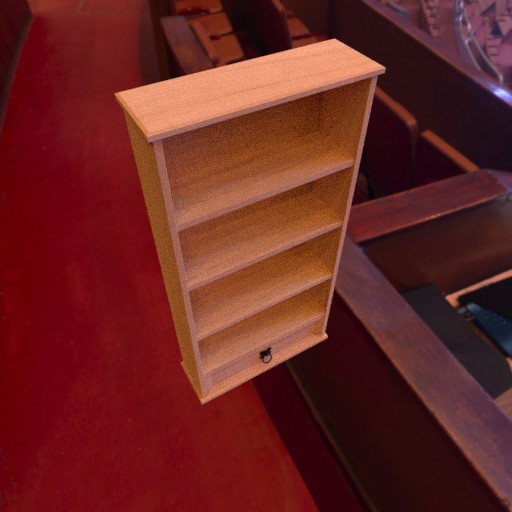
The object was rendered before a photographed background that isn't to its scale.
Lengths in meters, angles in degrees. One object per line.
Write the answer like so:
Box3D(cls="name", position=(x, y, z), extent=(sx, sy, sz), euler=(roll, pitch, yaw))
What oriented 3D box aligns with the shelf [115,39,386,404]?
Box3D(cls="shelf", position=(0.000, 0.000, 1.253), extent=(0.520, 1.030, 0.175), euler=(-23, 51, -20))
